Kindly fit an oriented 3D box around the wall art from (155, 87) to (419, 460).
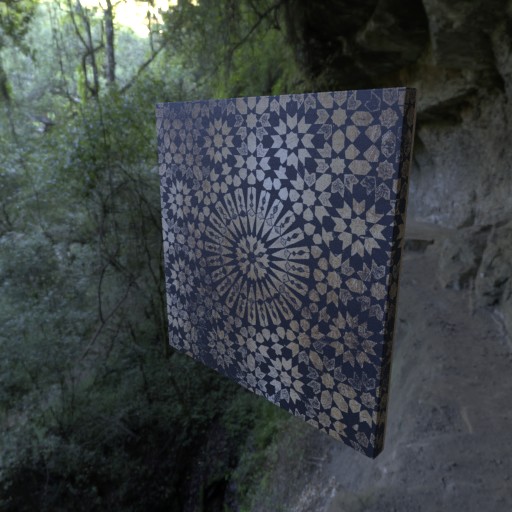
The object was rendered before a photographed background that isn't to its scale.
[{"bbox_3d":[0.000,0.000,0.906,0.612,0.612,0.038,15,22,42],"label":"wall art"}]
